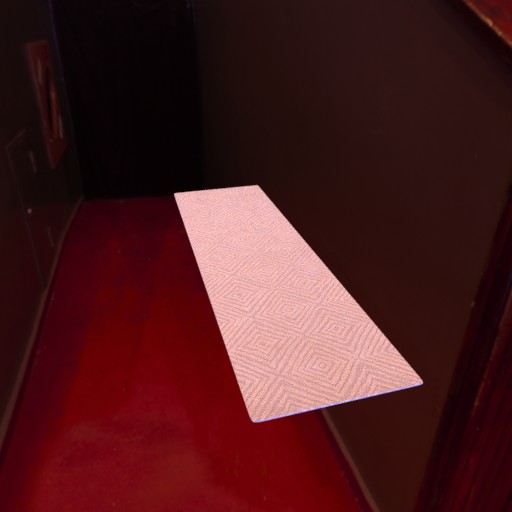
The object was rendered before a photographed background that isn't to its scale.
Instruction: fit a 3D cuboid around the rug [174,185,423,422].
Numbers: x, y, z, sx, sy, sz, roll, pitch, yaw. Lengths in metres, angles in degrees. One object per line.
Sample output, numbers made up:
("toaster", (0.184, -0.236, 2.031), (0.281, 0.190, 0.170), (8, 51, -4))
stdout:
("rug", (0.000, 0.000, 2.556), (0.676, 0.008, 2.277), (-8, 30, -14))
